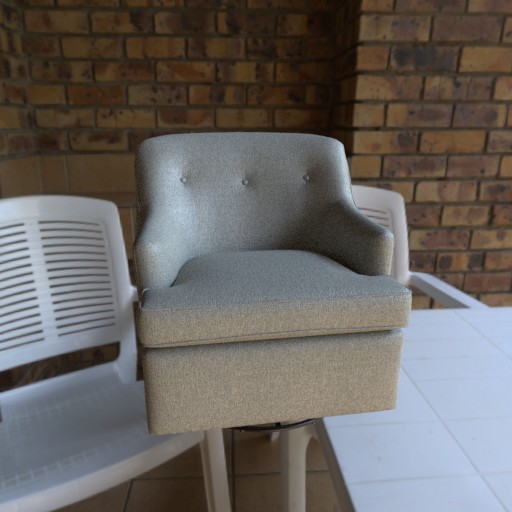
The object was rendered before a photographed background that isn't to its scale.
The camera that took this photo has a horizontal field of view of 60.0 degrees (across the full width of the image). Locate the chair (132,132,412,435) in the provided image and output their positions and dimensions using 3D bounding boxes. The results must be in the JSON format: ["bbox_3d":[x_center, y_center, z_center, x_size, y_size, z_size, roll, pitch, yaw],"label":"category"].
[{"bbox_3d":[0.000,0.000,1.614,0.864,0.856,0.923,-3,17,-9],"label":"chair"}]
